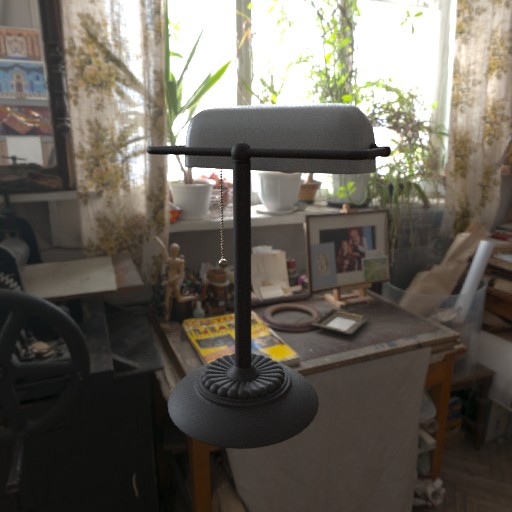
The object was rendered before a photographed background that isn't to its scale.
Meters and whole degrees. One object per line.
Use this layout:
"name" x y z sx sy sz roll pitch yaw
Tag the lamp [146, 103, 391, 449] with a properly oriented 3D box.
"lamp" 0.000 0.000 0.515 0.264 0.339 0.243 8 17 27
